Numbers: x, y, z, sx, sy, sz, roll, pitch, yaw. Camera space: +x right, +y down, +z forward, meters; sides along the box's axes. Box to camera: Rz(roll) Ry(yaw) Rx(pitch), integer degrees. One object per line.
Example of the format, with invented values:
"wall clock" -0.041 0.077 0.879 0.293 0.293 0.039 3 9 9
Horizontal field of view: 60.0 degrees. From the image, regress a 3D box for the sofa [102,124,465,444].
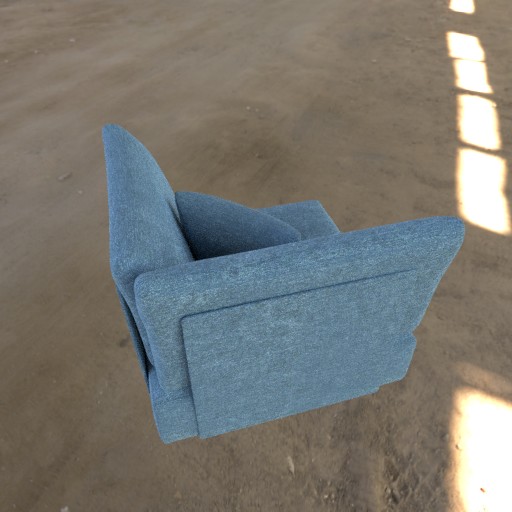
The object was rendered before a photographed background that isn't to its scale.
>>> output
"sofa" 0.000 0.000 1.756 1.000 0.820 1.000 -11 42 -12
